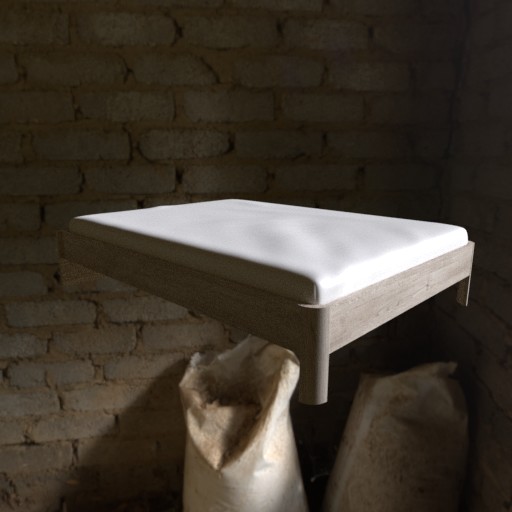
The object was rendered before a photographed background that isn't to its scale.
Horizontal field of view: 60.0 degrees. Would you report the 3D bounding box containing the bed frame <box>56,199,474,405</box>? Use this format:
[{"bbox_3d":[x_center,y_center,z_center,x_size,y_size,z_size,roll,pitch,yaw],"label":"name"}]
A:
[{"bbox_3d":[0.000,0.000,2.583,1.950,0.462,1.490,13,19,43],"label":"bed frame"}]
